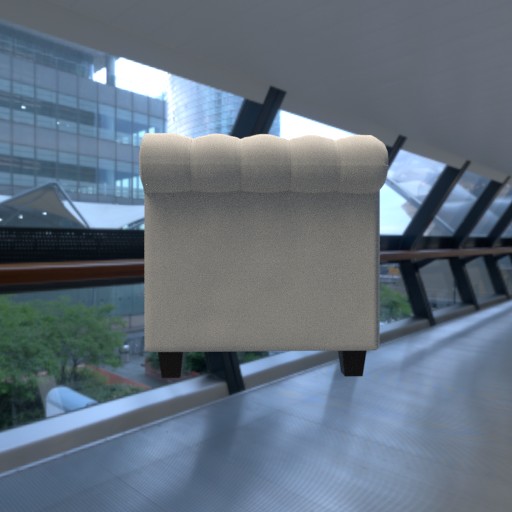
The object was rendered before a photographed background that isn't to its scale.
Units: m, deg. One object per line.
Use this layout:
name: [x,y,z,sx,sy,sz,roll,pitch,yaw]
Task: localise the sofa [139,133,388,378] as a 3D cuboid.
sofa: [0.000,0.000,2.225,0.771,0.796,1.798,0,0,-2]
